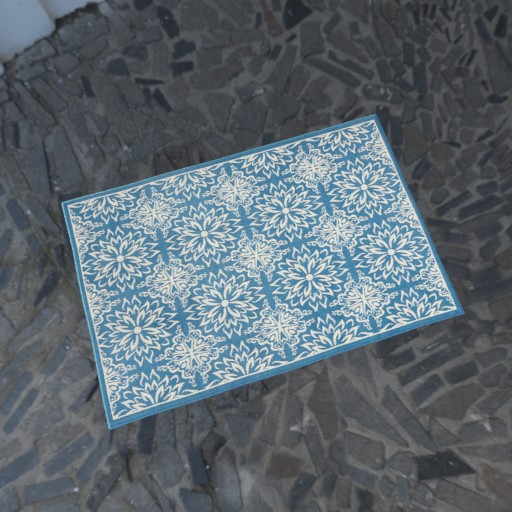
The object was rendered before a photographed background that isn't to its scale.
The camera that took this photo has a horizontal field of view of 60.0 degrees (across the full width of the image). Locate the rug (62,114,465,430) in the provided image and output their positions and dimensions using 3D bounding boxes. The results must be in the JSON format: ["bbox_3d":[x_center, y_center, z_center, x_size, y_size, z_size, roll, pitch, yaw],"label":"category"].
[{"bbox_3d":[0.000,0.000,3.509,2.769,0.018,1.830,-17,75,-5],"label":"rug"}]
